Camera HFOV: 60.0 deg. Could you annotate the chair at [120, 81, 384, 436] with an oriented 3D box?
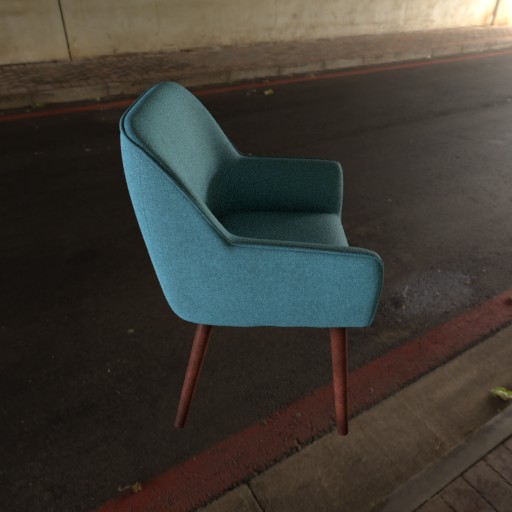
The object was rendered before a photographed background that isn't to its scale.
[{"bbox_3d":[0.000,0.000,1.161,0.519,0.803,0.543,0,32,0],"label":"chair"}]
